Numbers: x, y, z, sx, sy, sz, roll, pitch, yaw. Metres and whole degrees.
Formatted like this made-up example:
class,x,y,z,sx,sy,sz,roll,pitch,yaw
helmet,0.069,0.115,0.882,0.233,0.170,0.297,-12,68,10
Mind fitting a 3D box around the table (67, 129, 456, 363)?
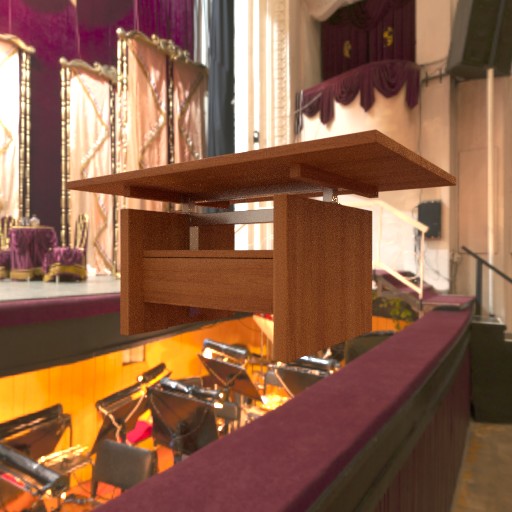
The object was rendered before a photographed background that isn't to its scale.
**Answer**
class,x,y,z,sx,sy,sz,roll,pitch,yaw
table,0.000,0.000,1.482,1.100,0.510,0.700,0,1,36
